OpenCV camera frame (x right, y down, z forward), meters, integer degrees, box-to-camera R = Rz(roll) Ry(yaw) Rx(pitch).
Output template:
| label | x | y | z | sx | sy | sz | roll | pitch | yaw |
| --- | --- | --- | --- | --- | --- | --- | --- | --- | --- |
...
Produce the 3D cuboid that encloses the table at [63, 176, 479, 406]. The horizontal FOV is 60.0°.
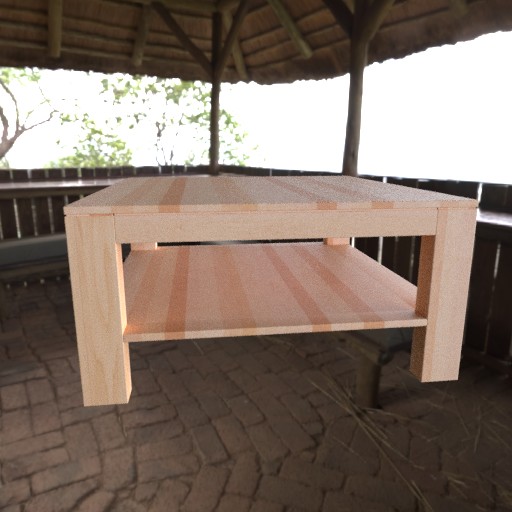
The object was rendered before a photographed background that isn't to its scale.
| label | x | y | z | sx | sy | sz | roll | pitch | yaw |
| --- | --- | --- | --- | --- | --- | --- | --- | --- | --- |
| table | 0.000 | 0.000 | 1.433 | 0.900 | 0.450 | 0.900 | -2 | 14 | -7 |
